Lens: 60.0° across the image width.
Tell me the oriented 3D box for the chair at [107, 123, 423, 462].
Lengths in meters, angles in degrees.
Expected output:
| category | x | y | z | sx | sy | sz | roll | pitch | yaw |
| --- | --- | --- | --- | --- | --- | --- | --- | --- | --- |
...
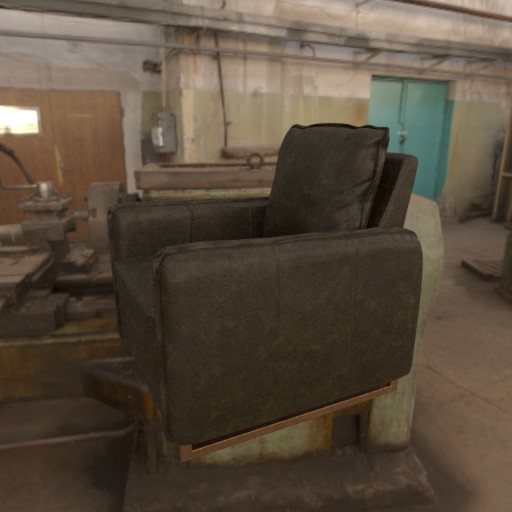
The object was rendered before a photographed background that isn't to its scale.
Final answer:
| category | x | y | z | sx | sy | sz | roll | pitch | yaw |
| --- | --- | --- | --- | --- | --- | --- | --- | --- | --- |
| chair | 0.000 | 0.000 | 1.598 | 0.921 | 0.921 | 0.830 | -8 | 18 | -25 |
